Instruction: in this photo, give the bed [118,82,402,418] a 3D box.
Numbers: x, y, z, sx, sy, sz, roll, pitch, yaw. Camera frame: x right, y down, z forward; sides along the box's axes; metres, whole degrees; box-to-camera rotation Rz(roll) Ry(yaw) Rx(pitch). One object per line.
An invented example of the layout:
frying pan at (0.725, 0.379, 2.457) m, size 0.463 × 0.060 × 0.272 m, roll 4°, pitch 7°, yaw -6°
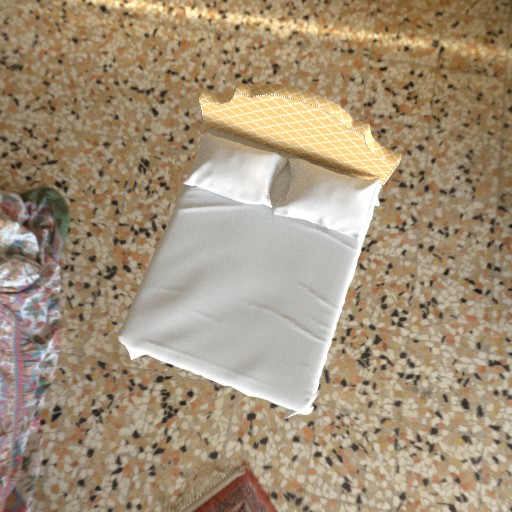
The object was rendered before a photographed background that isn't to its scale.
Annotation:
bed at (0.000, 0.000, 3.480) m, size 1.780 × 1.633 × 2.222 m, roll 20°, pitch 77°, yaw 5°
